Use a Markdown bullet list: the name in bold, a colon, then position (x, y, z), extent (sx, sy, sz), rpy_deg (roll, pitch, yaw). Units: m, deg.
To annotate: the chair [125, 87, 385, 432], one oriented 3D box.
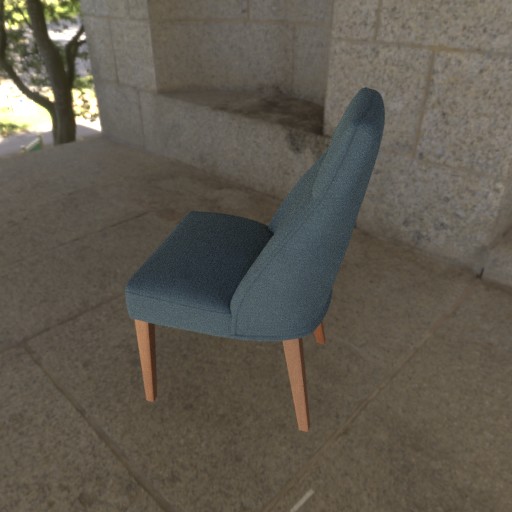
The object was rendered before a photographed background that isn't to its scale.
- **chair**: position (0.000, 0.000, 1.317), extent (0.620, 0.930, 0.500), rpy_deg (8, 32, 12)
